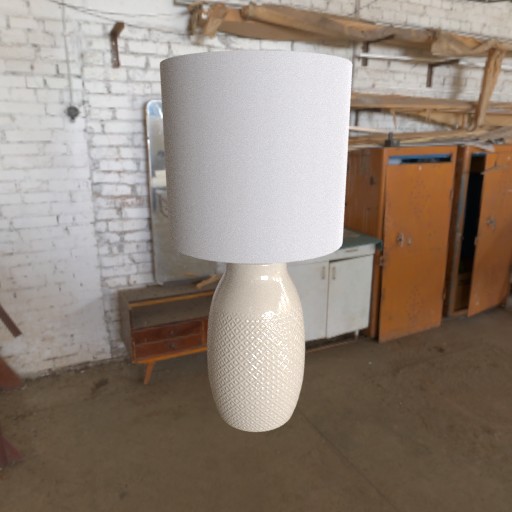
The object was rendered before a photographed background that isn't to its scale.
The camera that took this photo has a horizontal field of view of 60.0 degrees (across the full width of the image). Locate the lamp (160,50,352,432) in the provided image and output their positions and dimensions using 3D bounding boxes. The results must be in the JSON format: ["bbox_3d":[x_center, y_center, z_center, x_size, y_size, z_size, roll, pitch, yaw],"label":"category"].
[{"bbox_3d":[0.000,0.000,0.571,0.217,0.453,0.217,3,16,9],"label":"lamp"}]
